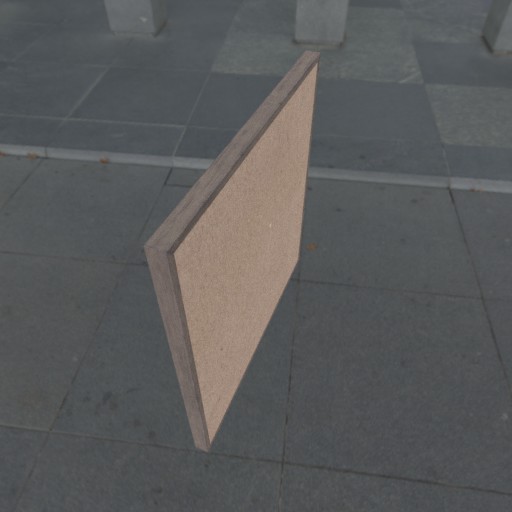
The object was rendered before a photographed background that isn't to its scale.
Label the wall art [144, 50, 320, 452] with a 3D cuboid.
[{"bbox_3d":[0.000,0.000,1.154,0.038,0.762,0.762,17,48,15],"label":"wall art"}]
